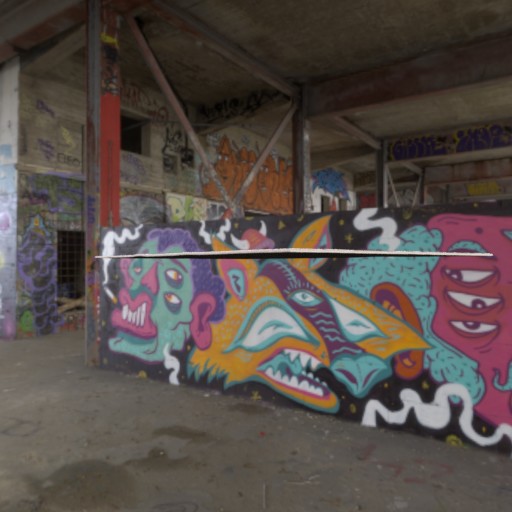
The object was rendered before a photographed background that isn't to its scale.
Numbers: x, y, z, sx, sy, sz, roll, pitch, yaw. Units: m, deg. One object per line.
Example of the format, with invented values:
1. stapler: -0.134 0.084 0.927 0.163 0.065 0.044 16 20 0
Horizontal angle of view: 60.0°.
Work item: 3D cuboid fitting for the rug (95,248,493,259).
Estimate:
1. rug: 0.000 0.000 1.063 0.515 0.007 0.867 1 -1 -36
